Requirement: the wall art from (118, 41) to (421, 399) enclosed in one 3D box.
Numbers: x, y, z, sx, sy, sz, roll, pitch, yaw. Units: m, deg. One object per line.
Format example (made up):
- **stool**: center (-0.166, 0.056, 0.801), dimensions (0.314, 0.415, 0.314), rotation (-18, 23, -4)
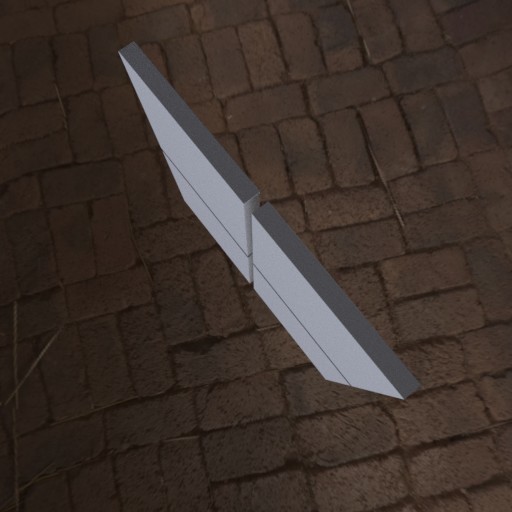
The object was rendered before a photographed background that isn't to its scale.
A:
- **wall art**: center (0.000, 0.000, 0.885), dimensions (0.029, 0.611, 0.611), rotation (-37, 79, -8)
